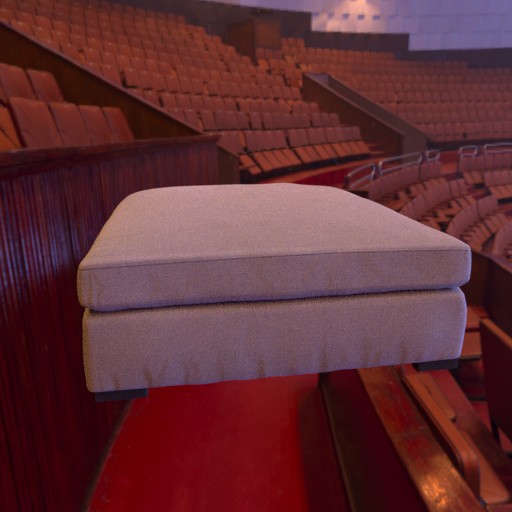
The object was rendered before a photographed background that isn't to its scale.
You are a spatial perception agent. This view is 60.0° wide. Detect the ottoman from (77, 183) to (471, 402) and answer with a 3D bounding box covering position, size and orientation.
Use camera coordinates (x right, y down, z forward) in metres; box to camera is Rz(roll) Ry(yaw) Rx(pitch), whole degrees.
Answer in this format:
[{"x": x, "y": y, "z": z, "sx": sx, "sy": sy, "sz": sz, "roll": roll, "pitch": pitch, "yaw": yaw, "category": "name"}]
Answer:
[{"x": 0.000, "y": 0.000, "z": 1.820, "sx": 1.203, "sy": 0.517, "sz": 1.171, "roll": -3, "pitch": 17, "yaw": -9, "category": "ottoman"}]
